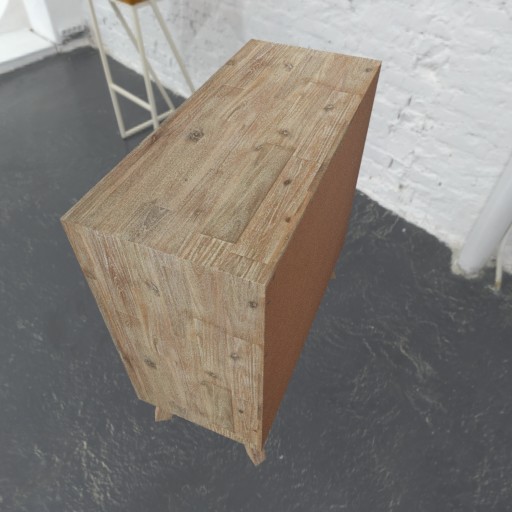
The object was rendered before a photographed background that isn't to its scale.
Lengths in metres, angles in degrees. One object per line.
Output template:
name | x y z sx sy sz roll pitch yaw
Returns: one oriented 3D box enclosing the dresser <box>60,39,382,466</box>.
dresser | 0.000 0.000 1.538 0.455 1.029 0.998 17 50 15
